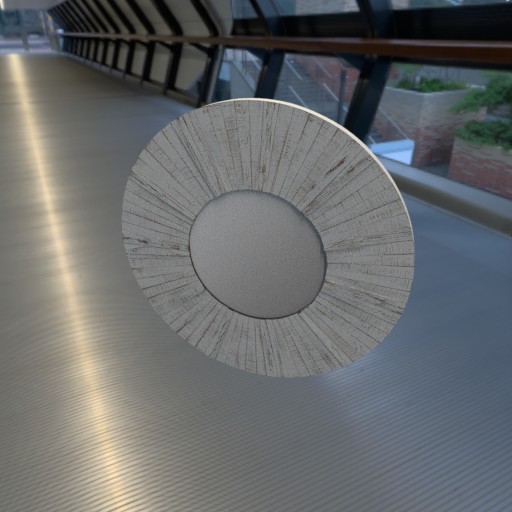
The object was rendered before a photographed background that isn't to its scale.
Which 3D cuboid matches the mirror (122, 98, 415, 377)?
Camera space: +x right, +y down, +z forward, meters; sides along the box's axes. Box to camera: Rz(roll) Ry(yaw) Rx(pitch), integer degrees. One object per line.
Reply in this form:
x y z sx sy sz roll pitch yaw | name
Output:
0.000 0.000 1.356 0.914 0.914 0.038 9 29 16 | mirror
